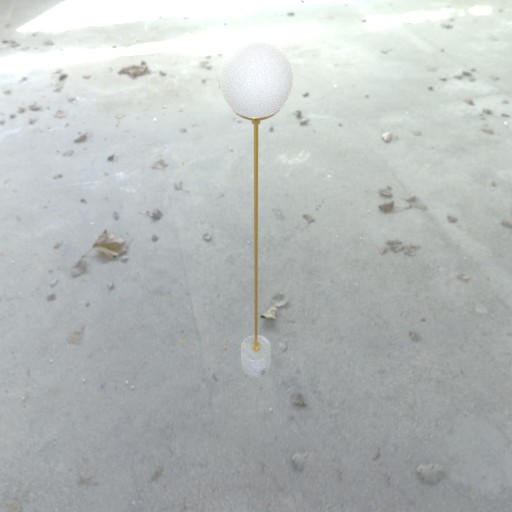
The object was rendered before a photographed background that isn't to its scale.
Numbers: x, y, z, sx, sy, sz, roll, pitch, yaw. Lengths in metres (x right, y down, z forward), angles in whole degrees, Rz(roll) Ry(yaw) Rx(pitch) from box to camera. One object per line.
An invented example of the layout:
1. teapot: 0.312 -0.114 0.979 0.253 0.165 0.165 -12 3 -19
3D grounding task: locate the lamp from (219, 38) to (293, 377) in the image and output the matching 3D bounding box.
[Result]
1. lamp: 0.000 0.000 1.890 0.224 1.753 0.224 -10 46 -10
